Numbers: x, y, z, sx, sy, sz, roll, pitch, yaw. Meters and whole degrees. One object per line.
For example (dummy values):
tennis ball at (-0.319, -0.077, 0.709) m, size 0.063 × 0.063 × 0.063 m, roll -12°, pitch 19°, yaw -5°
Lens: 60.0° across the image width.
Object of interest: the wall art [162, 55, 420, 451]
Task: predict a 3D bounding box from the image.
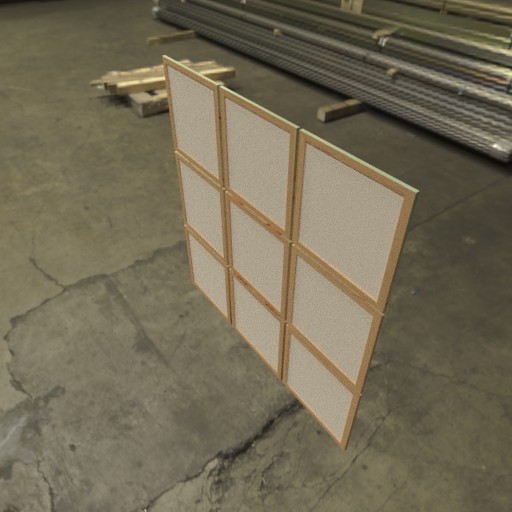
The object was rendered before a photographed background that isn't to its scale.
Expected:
wall art at (0.000, 0.000, 1.753) m, size 0.013 × 1.219 × 1.214 m, roll -26°, pitch 47°, yaw -27°
